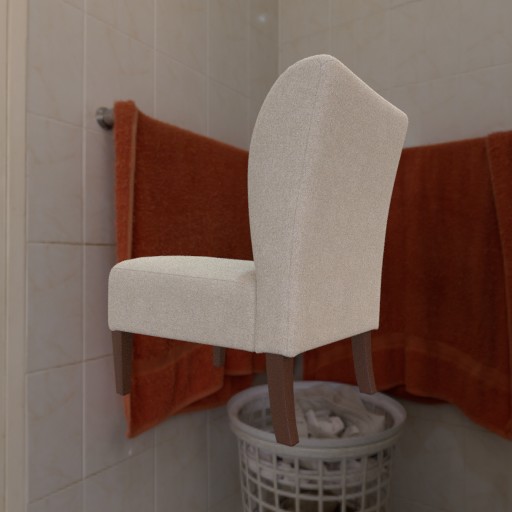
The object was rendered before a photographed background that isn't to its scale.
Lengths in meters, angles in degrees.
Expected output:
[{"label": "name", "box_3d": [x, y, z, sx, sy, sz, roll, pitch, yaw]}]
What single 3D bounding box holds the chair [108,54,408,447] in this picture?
[{"label": "chair", "box_3d": [0.000, 0.000, 1.312, 0.754, 0.833, 0.521, 0, -1, 37]}]
